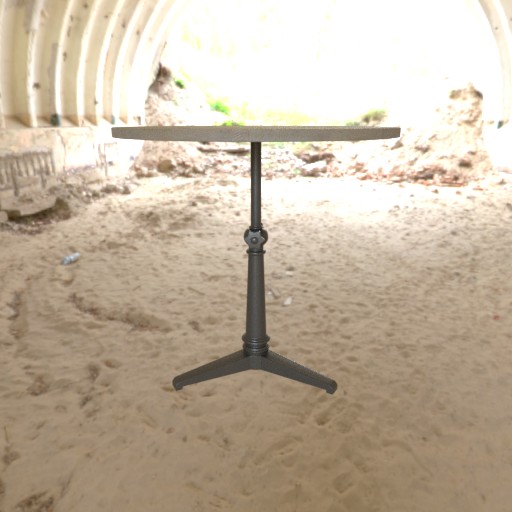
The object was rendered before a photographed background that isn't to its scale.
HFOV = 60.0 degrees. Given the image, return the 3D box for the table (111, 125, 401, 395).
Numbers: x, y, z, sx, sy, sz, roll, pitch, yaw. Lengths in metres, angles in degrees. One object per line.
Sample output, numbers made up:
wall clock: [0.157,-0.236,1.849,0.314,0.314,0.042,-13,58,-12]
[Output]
table: [0.000,0.000,1.394,0.800,0.780,0.800,0,17,0]
